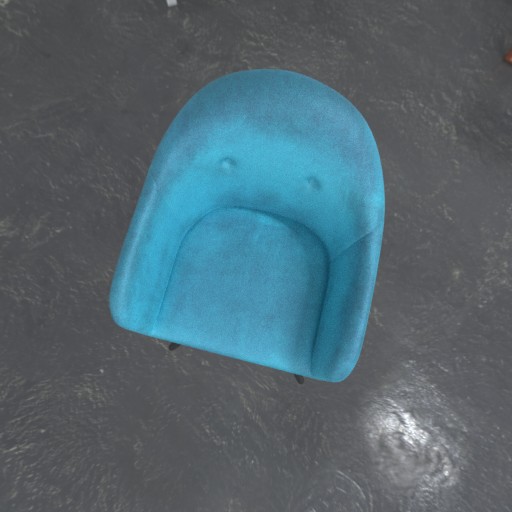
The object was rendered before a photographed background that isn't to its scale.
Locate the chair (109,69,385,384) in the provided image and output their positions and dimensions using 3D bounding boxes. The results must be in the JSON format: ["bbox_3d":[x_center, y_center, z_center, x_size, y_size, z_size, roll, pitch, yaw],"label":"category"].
[{"bbox_3d":[0.000,0.000,1.156,0.540,0.780,0.570,14,76,4],"label":"chair"}]
